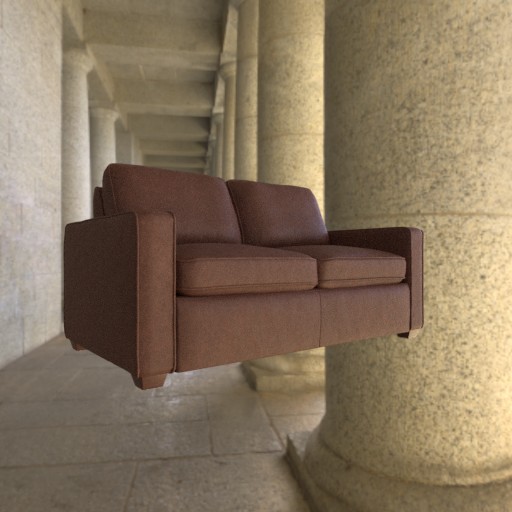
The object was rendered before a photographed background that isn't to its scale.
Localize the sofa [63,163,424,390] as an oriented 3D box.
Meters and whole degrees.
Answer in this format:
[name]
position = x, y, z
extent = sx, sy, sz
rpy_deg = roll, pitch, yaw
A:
[sofa]
position = 0.000, 0.000, 2.330
extent = 1.709, 0.918, 0.947
rpy_deg = 0, 0, -37
